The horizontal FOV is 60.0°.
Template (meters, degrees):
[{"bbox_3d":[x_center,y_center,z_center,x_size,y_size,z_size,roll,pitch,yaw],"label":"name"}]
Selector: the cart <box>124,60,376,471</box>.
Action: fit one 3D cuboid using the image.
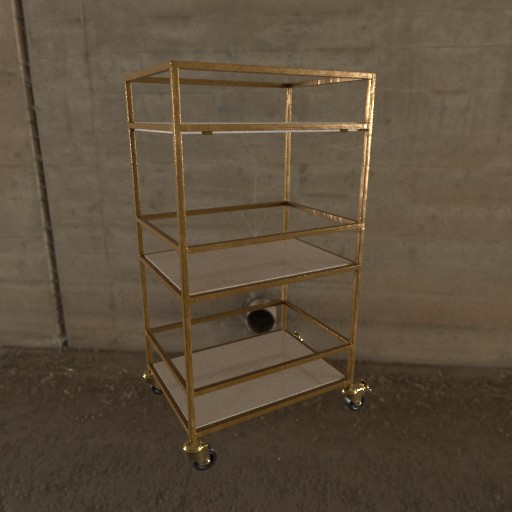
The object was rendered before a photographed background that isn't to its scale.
[{"bbox_3d":[0.000,0.000,1.004,0.483,0.761,0.332,-9,20,-27],"label":"cart"}]
